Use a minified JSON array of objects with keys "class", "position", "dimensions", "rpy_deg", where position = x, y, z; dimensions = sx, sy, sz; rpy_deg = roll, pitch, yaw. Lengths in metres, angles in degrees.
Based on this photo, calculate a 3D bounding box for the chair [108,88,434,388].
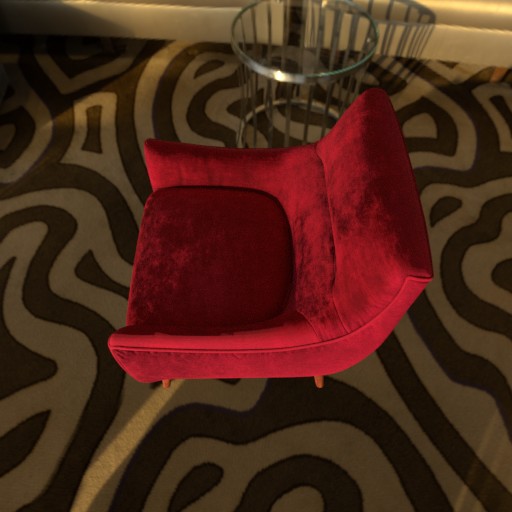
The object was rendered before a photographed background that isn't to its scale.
[{"class":"chair","position":[0.000,0.000,1.427],"dimensions":[0.787,0.838,0.762],"rpy_deg":[0,58,0]}]
